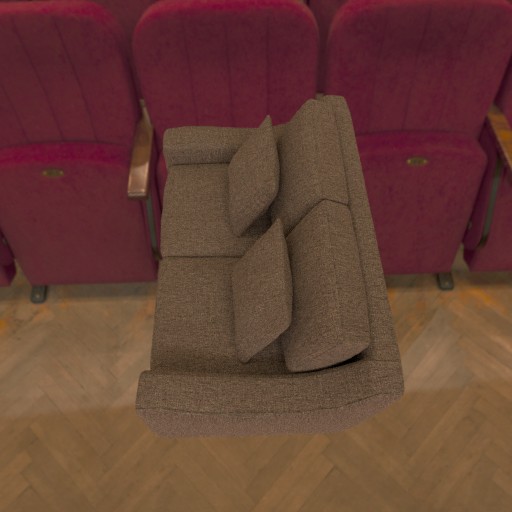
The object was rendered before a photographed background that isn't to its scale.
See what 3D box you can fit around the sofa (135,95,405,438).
[{"bbox_3d":[0.000,0.000,2.435,1.120,0.991,1.778,-1,59,-1],"label":"sofa"}]
